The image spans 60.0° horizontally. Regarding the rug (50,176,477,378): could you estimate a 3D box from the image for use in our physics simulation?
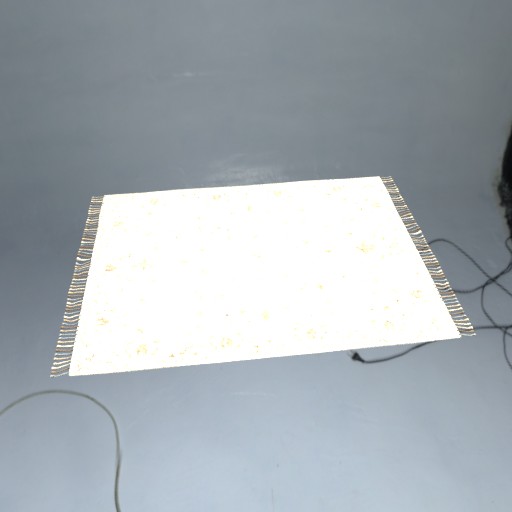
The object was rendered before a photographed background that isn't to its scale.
[{"bbox_3d":[0.000,0.000,2.324,1.861,0.017,1.218,-5,46,-4],"label":"rug"}]
